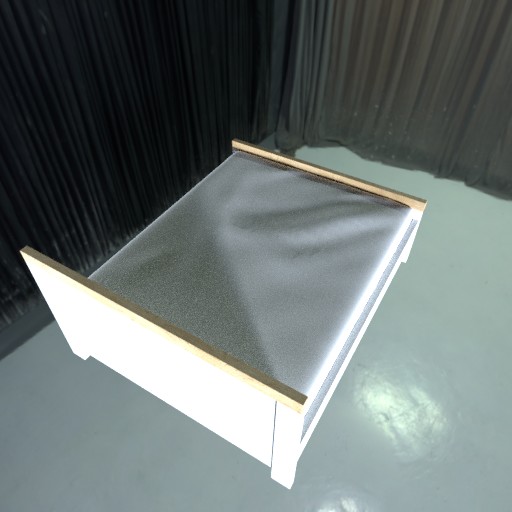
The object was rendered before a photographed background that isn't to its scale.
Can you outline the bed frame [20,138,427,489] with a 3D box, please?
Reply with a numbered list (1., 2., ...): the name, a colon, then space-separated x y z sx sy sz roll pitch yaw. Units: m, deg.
1. bed frame: 0.000 0.000 2.990 1.670 0.980 2.050 23 50 21
